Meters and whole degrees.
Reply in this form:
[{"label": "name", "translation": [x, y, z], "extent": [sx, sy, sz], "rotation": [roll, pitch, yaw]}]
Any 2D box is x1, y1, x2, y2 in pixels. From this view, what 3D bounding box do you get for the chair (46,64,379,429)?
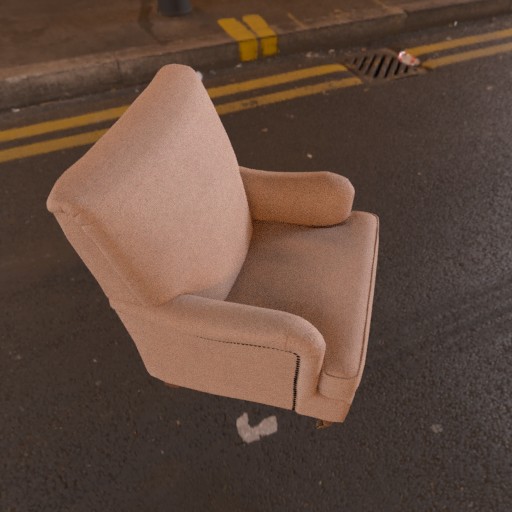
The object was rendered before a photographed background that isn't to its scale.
[{"label": "chair", "translation": [0.000, 0.000, 1.746], "extent": [0.953, 1.119, 0.879], "rotation": [11, 48, 10]}]
